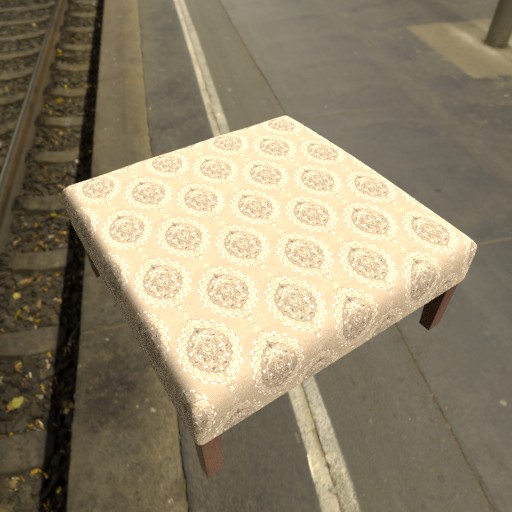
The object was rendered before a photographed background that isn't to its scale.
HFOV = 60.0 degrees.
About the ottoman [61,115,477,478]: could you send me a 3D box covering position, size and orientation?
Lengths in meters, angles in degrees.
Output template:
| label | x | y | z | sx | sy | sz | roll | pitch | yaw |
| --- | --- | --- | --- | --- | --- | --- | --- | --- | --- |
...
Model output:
| label | x | y | z | sx | sy | sz | roll | pitch | yaw |
| --- | --- | --- | --- | --- | --- | --- | --- | --- | --- |
| ottoman | 0.000 | 0.000 | 1.407 | 0.889 | 0.411 | 0.890 | -25 | 50 | -23 |
